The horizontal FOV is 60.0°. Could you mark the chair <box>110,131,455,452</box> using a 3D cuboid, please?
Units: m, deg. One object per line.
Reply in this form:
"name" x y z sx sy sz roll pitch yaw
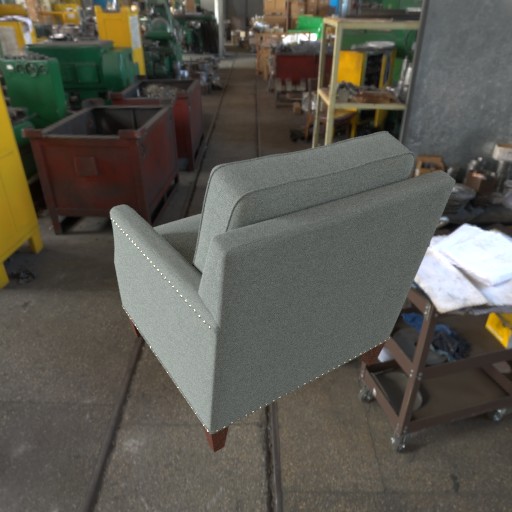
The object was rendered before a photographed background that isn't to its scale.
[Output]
"chair" 0.000 0.000 1.768 0.885 1.031 1.031 -19 35 -29
